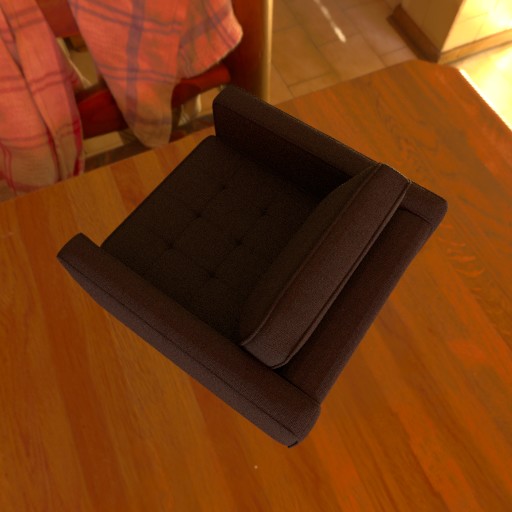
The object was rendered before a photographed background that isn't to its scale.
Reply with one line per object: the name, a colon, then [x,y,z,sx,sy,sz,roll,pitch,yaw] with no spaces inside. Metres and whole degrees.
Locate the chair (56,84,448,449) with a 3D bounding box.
chair: [0.000,0.000,1.561,0.919,0.770,0.899,33,69,15]
